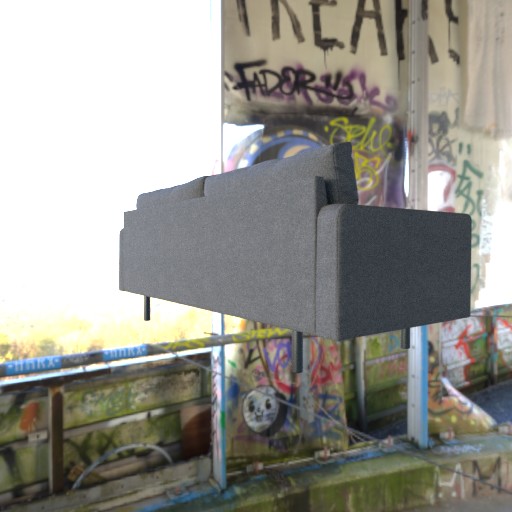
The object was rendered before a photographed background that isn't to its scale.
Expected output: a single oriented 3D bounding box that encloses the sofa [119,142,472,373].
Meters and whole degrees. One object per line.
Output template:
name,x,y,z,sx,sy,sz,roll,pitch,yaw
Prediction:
sofa,0.000,0.000,2.539,0.880,0.880,2.100,-1,1,-36
